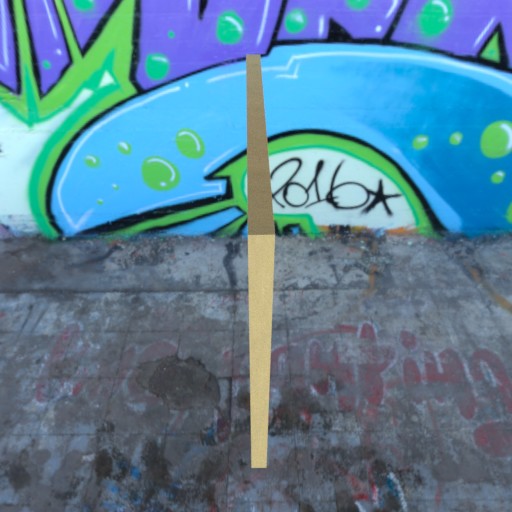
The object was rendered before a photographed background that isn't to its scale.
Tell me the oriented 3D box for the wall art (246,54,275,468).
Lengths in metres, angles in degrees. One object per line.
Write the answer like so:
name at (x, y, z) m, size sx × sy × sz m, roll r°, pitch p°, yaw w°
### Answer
wall art at (0.000, 0.000, 2.933) m, size 0.097 × 1.936 × 1.935 m, roll -1°, pitch 42°, yaw -1°
